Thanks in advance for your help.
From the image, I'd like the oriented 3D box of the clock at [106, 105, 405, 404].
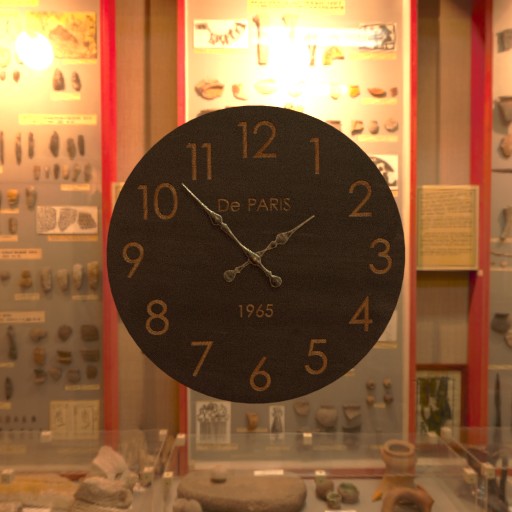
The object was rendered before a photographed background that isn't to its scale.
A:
[{"bbox_3d":[0.000,0.000,0.887,0.595,0.595,0.029,0,2,0],"label":"clock"}]
